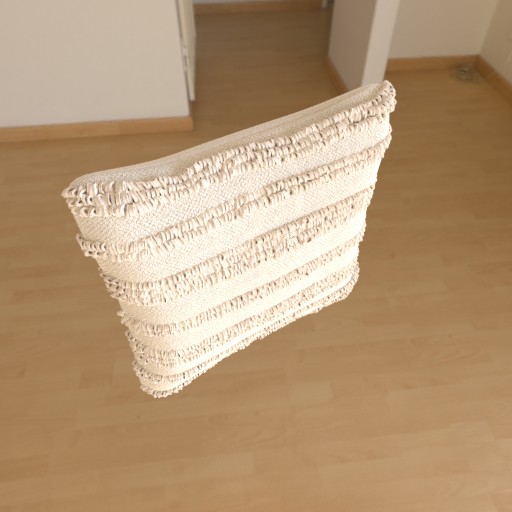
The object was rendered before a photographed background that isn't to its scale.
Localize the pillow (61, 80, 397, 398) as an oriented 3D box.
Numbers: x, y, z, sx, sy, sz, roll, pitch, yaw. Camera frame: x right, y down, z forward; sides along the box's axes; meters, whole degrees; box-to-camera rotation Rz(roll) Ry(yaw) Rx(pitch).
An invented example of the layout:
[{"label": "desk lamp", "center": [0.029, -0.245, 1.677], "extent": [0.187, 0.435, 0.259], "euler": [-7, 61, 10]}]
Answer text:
[{"label": "pillow", "center": [0.000, 0.000, 0.647], "extent": [0.437, 0.427, 0.145], "euler": [-25, 52, -21]}]
